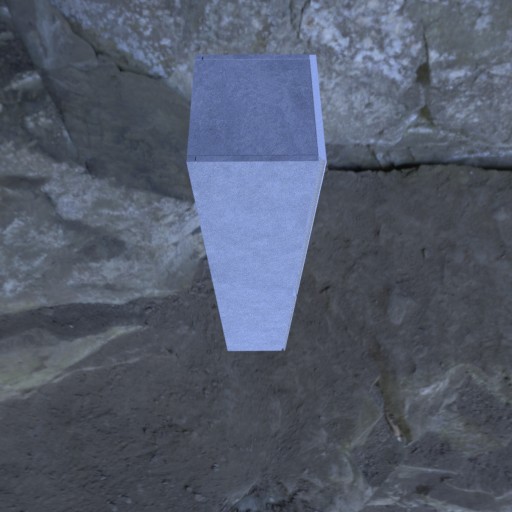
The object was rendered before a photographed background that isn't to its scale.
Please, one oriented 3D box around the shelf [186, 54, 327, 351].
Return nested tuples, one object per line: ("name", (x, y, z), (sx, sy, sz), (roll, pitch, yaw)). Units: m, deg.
("shelf", (0.000, 0.000, 1.546), (0.270, 1.400, 0.300), (0, 63, 0))
